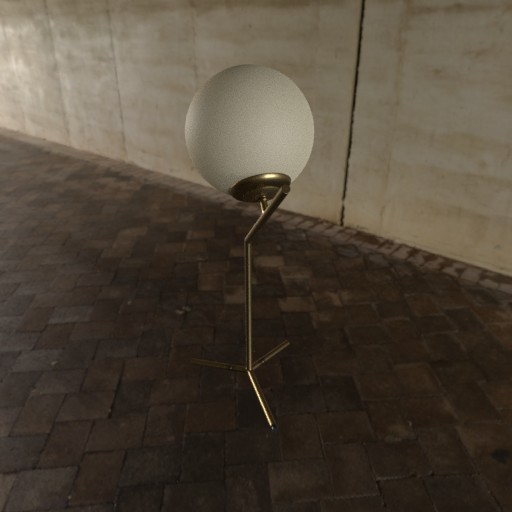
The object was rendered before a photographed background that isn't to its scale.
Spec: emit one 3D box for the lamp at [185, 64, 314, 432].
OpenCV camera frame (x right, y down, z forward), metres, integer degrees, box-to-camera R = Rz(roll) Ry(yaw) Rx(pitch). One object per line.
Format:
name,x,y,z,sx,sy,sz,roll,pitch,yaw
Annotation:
lamp,0.000,0.000,0.699,0.210,0.552,0.251,-8,28,-15
